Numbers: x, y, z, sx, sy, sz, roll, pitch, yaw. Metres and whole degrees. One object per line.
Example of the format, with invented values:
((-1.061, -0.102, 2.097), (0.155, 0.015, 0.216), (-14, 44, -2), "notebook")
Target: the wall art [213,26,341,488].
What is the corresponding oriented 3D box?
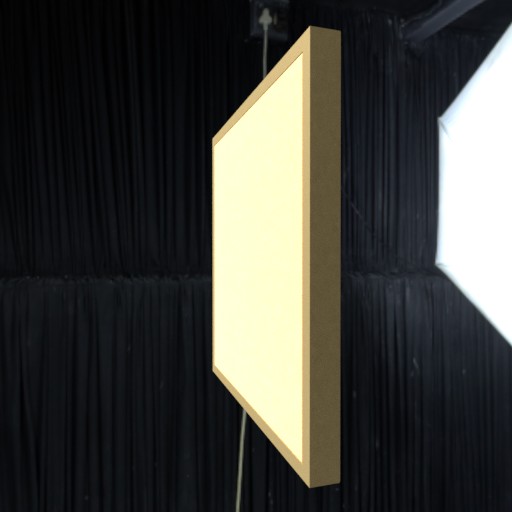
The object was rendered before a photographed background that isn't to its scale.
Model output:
((0.000, 0.000, 1.857), (0.095, 1.284, 1.284), (0, 1, -18), "wall art")
